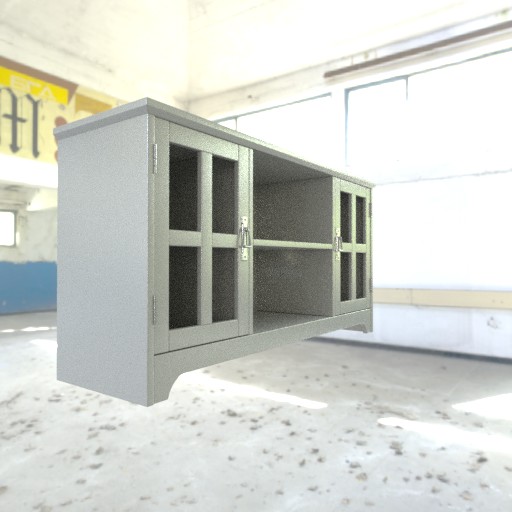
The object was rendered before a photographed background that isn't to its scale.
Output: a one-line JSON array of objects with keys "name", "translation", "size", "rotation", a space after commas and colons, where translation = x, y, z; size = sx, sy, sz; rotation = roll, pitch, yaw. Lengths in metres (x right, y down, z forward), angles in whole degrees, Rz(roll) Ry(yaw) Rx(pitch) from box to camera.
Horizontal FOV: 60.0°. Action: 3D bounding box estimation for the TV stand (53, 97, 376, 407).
[{"name": "TV stand", "translation": [0.000, 0.000, 1.423], "size": [0.344, 0.603, 1.167], "rotation": [0, -1, 37]}]
